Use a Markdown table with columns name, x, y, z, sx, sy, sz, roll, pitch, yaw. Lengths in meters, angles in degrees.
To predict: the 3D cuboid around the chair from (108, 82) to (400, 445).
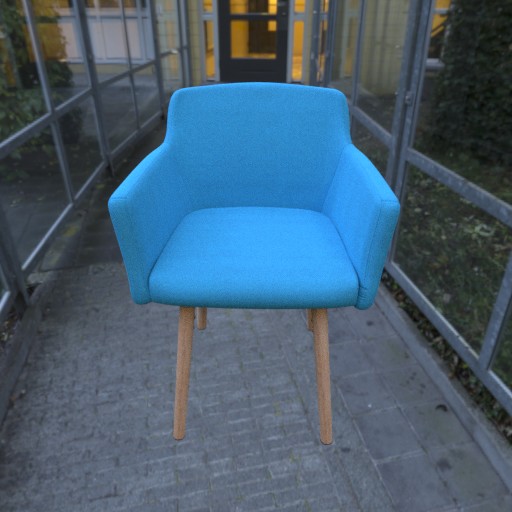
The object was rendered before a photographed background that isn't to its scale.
| name | x | y | z | sx | sy | sz | roll | pitch | yaw |
| --- | --- | --- | --- | --- | --- | --- | --- | --- | --- |
| chair | 0.000 | 0.000 | 1.157 | 0.570 | 0.780 | 0.540 | 1 | 30 | 1 |
